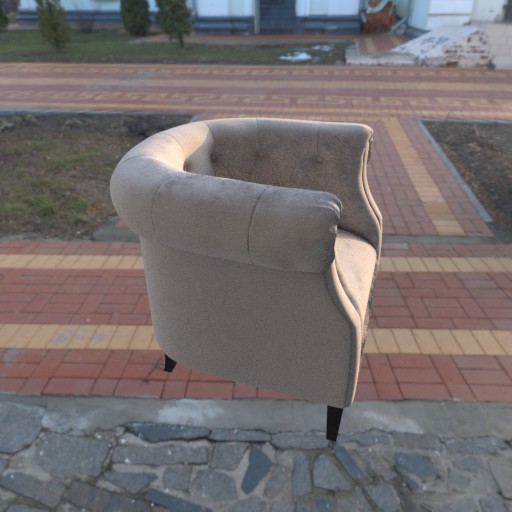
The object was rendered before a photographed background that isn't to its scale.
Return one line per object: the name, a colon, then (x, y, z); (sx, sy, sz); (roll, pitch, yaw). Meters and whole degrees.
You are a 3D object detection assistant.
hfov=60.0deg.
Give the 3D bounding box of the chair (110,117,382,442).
chair: (0.000, 0.000, 1.601); (0.851, 0.826, 0.904); (10, 32, 16)
